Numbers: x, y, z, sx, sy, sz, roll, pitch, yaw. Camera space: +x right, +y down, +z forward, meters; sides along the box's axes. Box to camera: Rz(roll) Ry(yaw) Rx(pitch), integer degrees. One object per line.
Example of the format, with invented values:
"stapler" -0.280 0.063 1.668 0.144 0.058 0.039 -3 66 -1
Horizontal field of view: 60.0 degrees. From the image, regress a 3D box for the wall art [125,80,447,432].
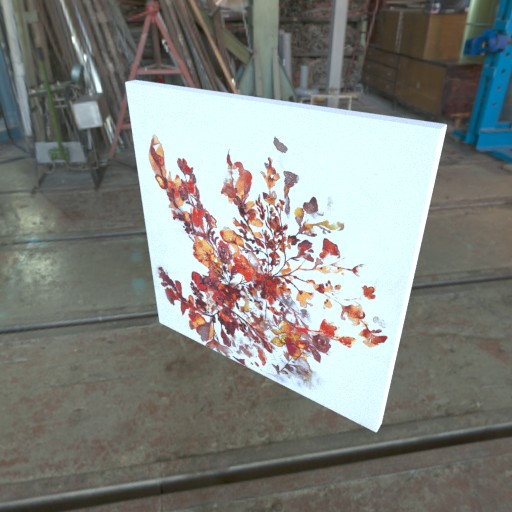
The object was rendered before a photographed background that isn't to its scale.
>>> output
"wall art" 0.000 0.000 1.111 0.757 0.757 0.037 20 36 29
